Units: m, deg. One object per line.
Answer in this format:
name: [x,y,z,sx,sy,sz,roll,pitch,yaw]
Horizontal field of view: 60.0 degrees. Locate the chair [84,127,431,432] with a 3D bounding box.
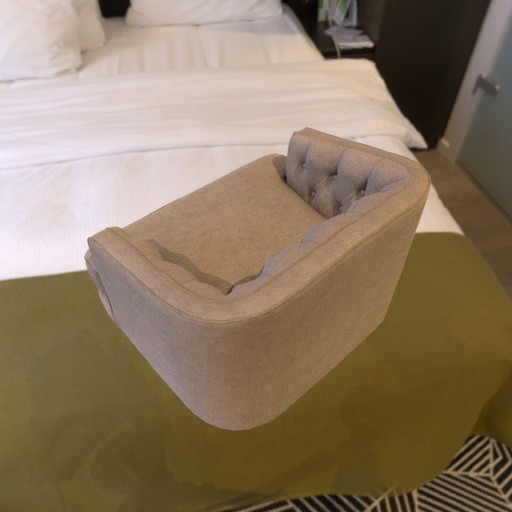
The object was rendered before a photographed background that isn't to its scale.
chair: [0.000,0.000,1.808,1.104,0.852,0.941,-33,55,-27]
